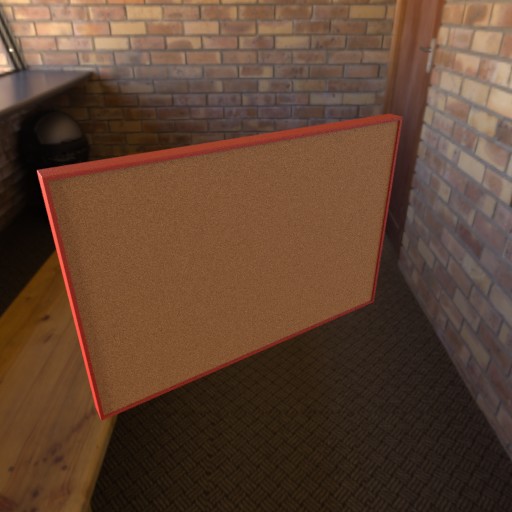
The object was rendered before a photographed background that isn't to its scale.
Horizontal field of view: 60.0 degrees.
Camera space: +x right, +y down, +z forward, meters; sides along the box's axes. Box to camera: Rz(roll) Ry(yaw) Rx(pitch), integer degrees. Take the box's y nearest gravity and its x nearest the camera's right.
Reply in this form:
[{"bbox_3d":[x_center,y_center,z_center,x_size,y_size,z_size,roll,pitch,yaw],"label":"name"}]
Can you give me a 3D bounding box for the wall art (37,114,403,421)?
[{"bbox_3d":[0.000,0.000,0.763,0.607,0.405,0.033,-17,34,-28],"label":"wall art"}]
